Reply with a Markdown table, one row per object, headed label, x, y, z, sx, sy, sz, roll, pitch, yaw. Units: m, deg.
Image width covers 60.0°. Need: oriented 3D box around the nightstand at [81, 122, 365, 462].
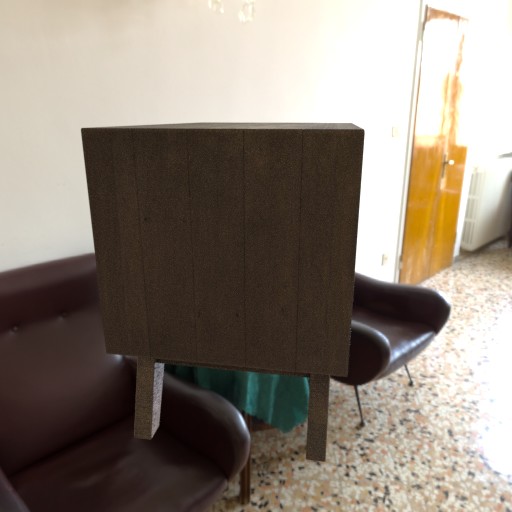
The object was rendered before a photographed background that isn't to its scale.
| label | x | y | z | sx | sy | sz | roll | pitch | yaw |
| --- | --- | --- | --- | --- | --- | --- | --- | --- | --- |
| nightstand | 0.000 | 0.000 | 1.055 | 0.450 | 0.599 | 0.650 | 3 | 18 | 10 |
